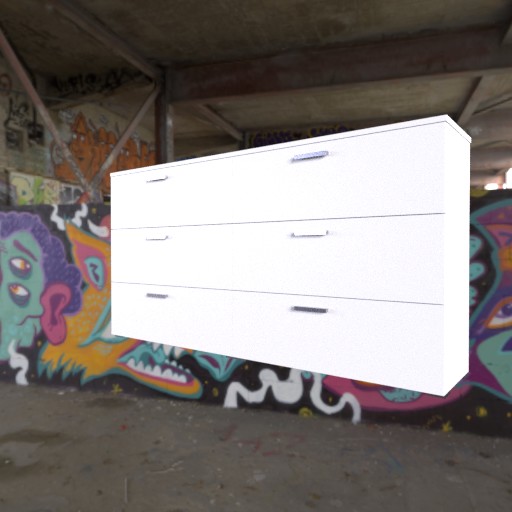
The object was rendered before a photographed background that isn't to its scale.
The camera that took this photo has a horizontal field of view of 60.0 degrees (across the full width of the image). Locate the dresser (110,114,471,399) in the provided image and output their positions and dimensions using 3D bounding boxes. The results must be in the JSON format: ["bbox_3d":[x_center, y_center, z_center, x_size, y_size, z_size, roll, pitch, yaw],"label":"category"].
[{"bbox_3d":[0.000,0.000,1.803,1.535,0.790,0.333,0,1,37],"label":"dresser"}]
